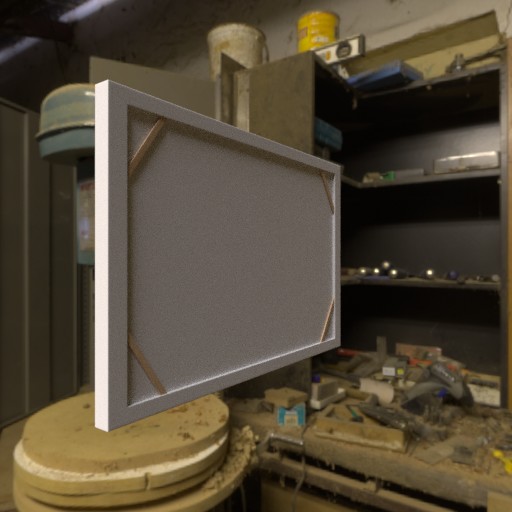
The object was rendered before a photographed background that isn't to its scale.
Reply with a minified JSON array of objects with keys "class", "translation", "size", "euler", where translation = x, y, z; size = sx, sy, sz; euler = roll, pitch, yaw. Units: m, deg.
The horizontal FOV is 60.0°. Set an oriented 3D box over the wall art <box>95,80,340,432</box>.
[{"class":"wall art","translation":[0.000,0.000,1.145],"size":[0.038,0.609,0.914],"euler":[0,0,36]}]
